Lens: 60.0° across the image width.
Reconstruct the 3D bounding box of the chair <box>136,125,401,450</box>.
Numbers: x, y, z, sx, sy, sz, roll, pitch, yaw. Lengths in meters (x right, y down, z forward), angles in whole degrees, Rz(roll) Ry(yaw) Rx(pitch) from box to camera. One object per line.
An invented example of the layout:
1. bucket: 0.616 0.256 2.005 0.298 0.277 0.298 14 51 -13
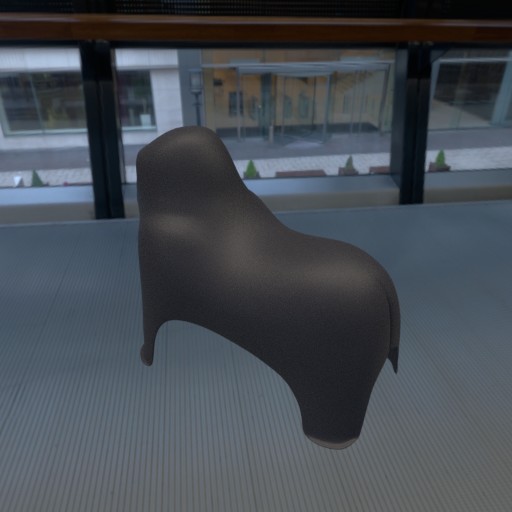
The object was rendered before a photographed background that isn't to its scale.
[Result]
1. chair: 0.000 0.000 1.142 0.758 0.600 0.490 20 36 30
